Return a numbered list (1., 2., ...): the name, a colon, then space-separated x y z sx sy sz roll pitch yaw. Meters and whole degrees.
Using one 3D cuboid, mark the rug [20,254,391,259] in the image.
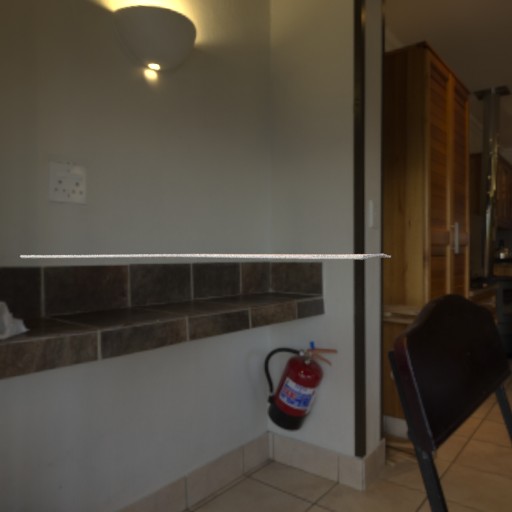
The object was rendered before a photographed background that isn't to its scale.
1. rug: 0.000 0.000 2.936 1.624 0.030 2.264 0 0 20
